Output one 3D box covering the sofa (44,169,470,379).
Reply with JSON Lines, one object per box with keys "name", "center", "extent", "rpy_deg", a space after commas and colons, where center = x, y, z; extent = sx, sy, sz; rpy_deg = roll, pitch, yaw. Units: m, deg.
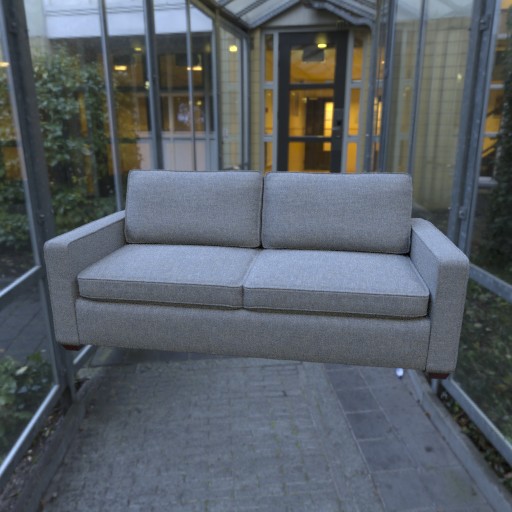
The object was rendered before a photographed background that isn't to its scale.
{"name": "sofa", "center": [0.000, 0.000, 2.562], "extent": [2.078, 0.918, 0.945], "rpy_deg": [2, 17, 8]}
